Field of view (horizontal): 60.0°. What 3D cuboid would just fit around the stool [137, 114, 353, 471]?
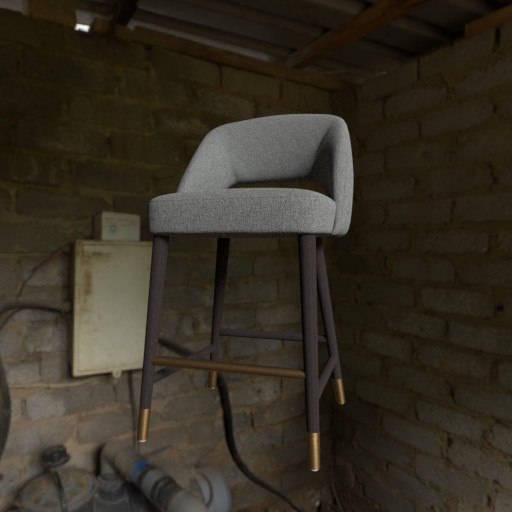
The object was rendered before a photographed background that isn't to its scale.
[{"bbox_3d":[0.000,0.000,1.272,0.536,0.925,0.524,1,2,19],"label":"stool"}]
